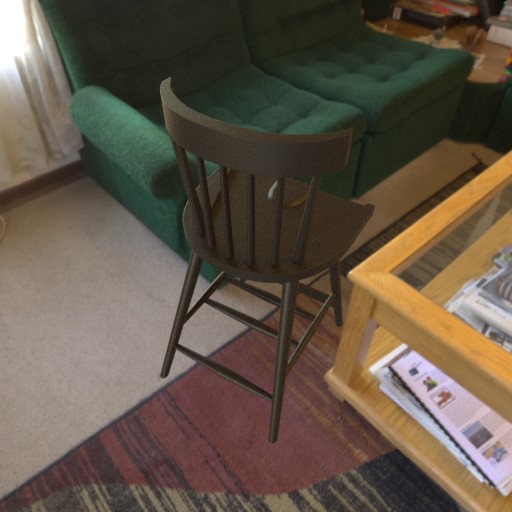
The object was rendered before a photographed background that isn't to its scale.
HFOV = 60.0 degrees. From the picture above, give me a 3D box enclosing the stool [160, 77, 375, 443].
[{"bbox_3d":[0.000,0.000,1.286,0.494,0.953,0.549,23,50,21],"label":"stool"}]
